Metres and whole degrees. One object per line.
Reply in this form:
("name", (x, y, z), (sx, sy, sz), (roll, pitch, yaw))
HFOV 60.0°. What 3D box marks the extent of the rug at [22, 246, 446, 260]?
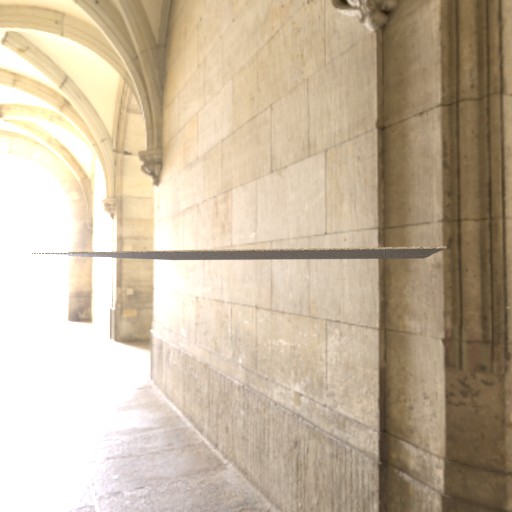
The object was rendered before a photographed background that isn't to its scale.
("rug", (0.000, 0.000, 4.125), (3.061, 0.014, 2.447), (-1, -2, 18))
